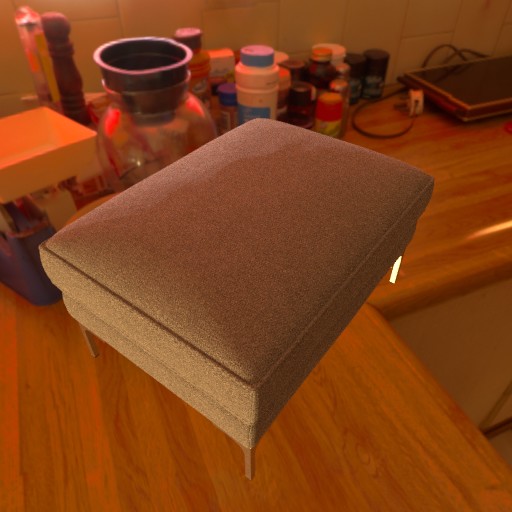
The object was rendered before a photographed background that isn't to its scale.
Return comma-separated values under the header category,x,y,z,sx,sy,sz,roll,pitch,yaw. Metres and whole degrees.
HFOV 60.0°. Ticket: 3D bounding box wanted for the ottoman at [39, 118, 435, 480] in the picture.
category,x,y,z,sx,sy,sz,roll,pitch,yaw
ottoman,0.000,0.000,1.133,0.583,0.464,0.785,27,48,27
